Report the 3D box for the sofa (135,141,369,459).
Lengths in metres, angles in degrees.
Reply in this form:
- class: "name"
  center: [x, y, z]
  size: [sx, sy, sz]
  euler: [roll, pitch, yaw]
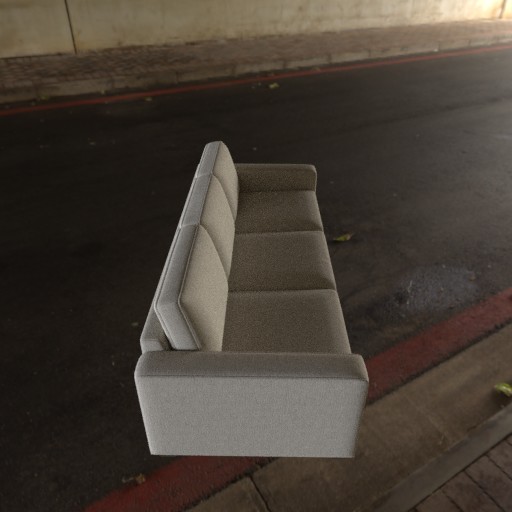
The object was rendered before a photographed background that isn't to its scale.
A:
- class: "sofa"
  center: [0.000, 0.000, 2.627]
  size: [0.900, 0.800, 2.160]
  euler: [0, 33, 1]
